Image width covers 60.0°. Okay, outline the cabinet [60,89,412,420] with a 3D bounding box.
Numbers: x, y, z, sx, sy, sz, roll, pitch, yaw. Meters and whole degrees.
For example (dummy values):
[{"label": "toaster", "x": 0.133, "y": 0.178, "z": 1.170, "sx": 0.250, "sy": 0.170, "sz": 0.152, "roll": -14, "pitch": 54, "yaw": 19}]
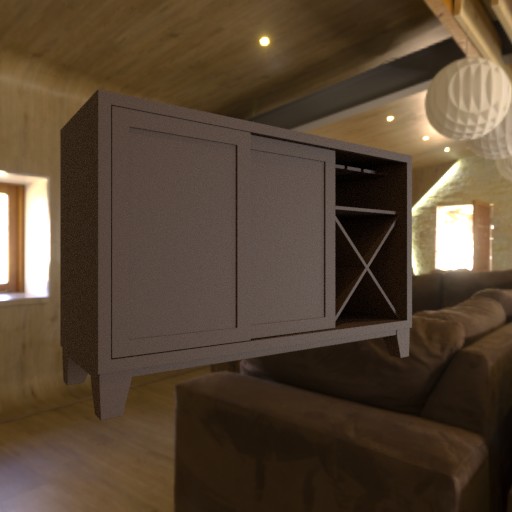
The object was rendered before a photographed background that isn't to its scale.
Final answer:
[{"label": "cabinet", "x": 0.000, "y": 0.000, "z": 1.812, "sx": 1.396, "sy": 0.914, "sz": 0.482, "roll": 0, "pitch": 0, "yaw": -35}]
